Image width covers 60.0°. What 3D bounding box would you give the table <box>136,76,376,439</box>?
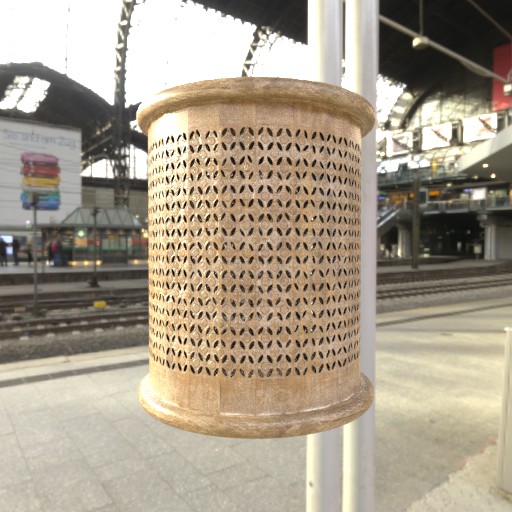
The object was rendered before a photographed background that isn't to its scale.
[{"bbox_3d":[0.000,0.000,0.785,0.407,0.482,0.407,0,1,0],"label":"table"}]
